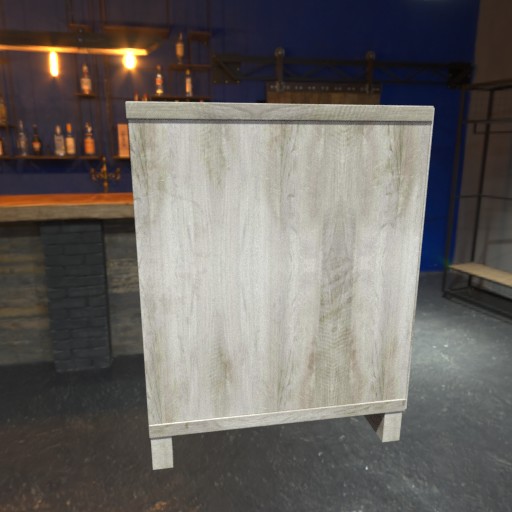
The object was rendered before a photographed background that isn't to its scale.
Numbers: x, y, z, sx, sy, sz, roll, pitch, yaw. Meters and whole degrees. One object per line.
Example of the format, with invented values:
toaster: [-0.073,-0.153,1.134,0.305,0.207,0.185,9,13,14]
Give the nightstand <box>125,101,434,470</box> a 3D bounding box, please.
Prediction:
nightstand: [0.000,0.000,0.742,0.347,0.448,0.427,-2,14,-10]
